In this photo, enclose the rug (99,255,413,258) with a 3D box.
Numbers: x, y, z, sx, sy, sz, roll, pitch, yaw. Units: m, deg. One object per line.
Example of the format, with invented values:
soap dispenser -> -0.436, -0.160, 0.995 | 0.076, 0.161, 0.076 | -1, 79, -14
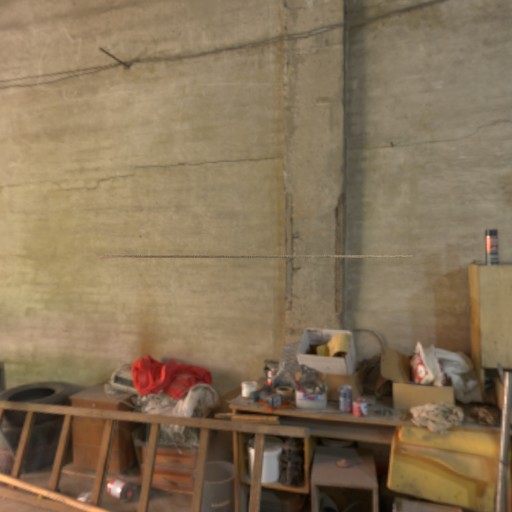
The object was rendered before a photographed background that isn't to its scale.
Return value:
rug -> 0.000, 0.000, 3.667 | 2.444, 0.015, 2.444 | 0, 0, 0
